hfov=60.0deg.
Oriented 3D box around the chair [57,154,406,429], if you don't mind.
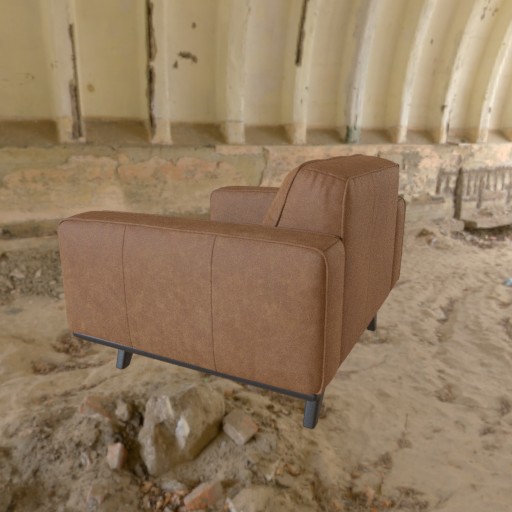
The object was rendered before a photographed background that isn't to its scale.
[{"bbox_3d":[0.000,0.000,1.753,0.952,0.782,1.118,8,17,27],"label":"chair"}]
